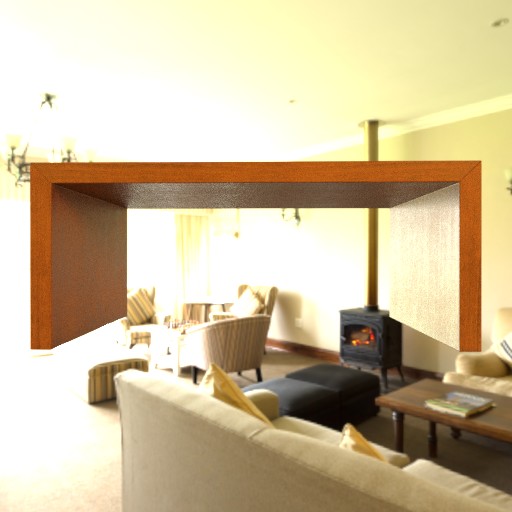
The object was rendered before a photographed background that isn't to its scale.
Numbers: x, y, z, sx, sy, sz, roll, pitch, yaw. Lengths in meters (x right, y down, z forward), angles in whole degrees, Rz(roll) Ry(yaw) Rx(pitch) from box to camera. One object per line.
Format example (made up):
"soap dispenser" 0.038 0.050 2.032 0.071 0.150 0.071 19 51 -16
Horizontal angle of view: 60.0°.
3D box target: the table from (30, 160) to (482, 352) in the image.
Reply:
"table" 0.000 0.000 1.254 1.000 0.419 0.549 0 0 1
